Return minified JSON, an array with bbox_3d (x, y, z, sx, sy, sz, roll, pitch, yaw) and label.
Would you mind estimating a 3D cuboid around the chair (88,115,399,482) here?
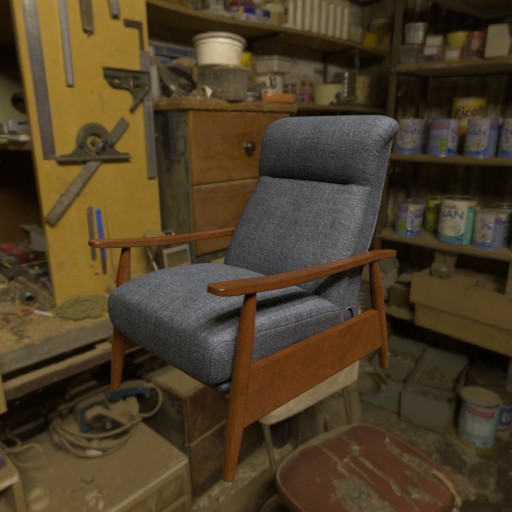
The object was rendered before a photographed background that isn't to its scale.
[{"bbox_3d":[0.000,0.000,1.767,0.762,1.082,1.030,15,22,43],"label":"chair"}]
